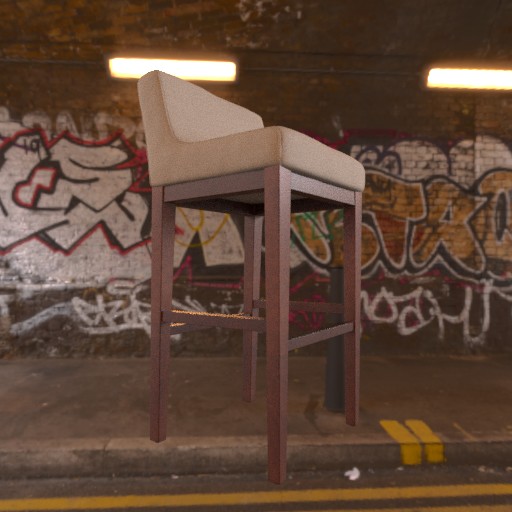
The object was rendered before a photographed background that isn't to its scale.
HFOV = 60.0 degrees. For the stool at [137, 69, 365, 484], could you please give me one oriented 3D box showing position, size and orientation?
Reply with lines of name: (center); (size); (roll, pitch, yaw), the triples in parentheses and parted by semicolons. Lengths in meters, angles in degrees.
stool: (0.000, 0.000, 1.309); (0.500, 1.037, 0.511); (0, -1, 35)
